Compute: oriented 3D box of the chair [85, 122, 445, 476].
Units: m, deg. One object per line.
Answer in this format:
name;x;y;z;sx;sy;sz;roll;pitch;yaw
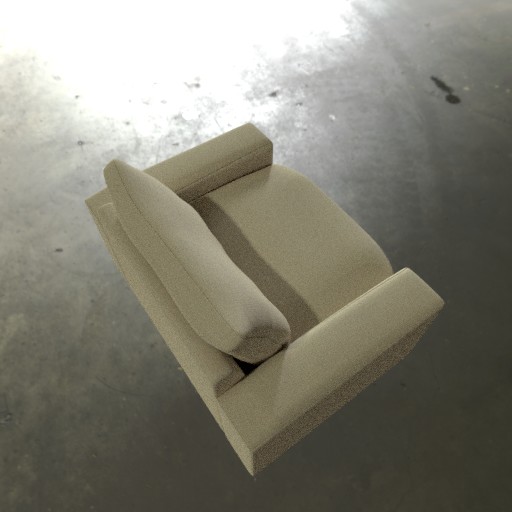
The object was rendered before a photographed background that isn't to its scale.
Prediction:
chair;0.000;0.000;2.053;1.039;0.915;1.398;-31;61;-19
